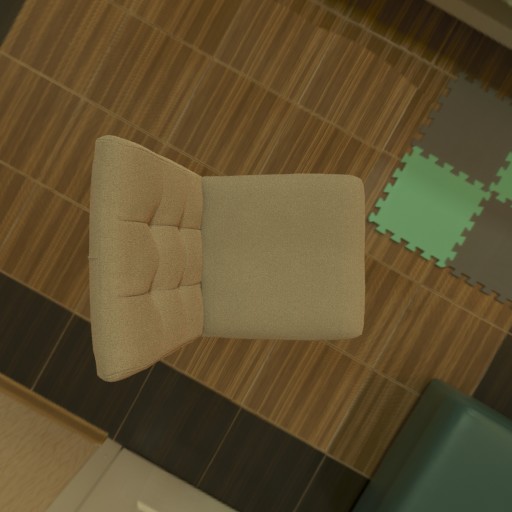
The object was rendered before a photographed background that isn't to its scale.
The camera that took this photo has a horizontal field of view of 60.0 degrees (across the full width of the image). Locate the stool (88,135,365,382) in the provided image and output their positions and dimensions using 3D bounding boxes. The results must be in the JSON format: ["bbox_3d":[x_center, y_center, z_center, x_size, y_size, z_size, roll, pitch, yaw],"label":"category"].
[{"bbox_3d":[0.000,0.000,1.179,0.571,0.885,0.427,0,91,1],"label":"stool"}]
